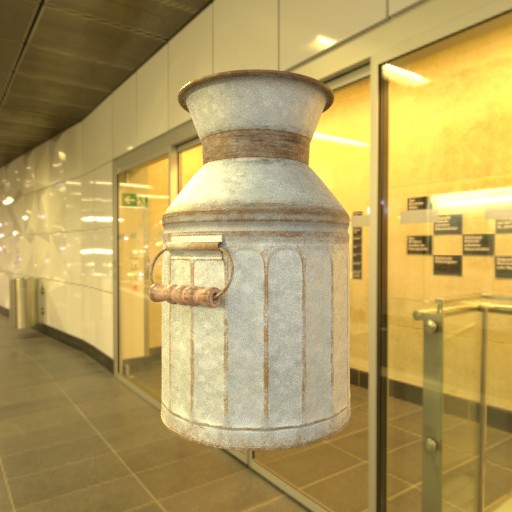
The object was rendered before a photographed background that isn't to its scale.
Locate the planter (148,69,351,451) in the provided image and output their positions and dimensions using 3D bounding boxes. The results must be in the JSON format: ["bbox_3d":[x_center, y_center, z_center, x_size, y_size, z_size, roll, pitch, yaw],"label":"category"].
[{"bbox_3d":[0.000,0.000,0.510,0.215,0.358,0.248,1,1,35],"label":"planter"}]
